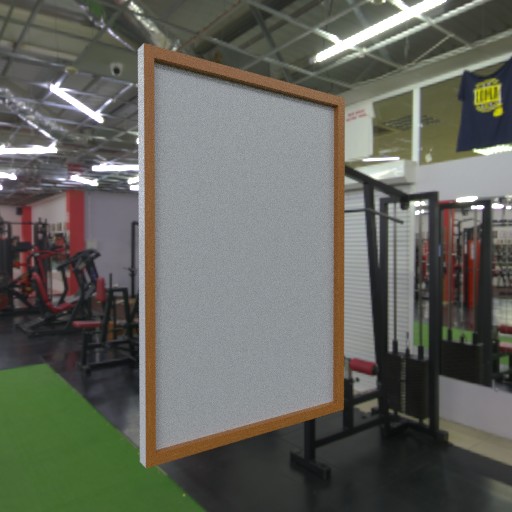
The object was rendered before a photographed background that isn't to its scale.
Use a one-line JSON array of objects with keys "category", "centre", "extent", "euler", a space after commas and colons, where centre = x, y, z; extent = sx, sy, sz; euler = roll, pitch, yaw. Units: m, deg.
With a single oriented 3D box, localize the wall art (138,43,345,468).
[{"category": "wall art", "centre": [0.000, 0.000, 1.143], "extent": [0.610, 0.916, 0.037], "euler": [-1, 1, -35]}]
